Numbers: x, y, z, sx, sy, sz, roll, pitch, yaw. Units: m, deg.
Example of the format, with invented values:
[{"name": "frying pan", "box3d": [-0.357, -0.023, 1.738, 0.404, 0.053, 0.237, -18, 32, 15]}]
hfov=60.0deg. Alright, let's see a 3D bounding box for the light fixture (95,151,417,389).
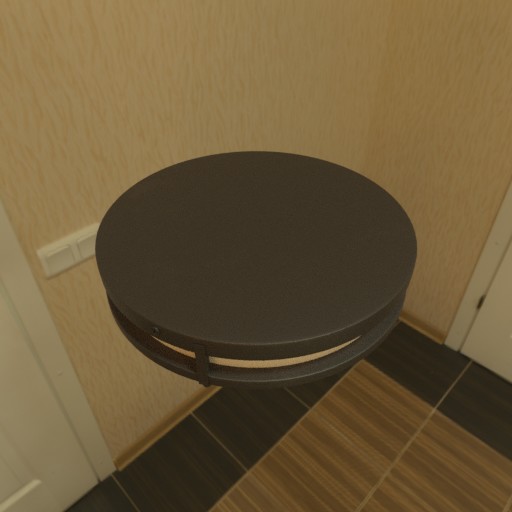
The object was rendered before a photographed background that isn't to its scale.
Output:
[{"name": "light fixture", "box3d": [0.000, 0.000, 0.536, 0.356, 0.102, 0.356, 0, 40, 0]}]
